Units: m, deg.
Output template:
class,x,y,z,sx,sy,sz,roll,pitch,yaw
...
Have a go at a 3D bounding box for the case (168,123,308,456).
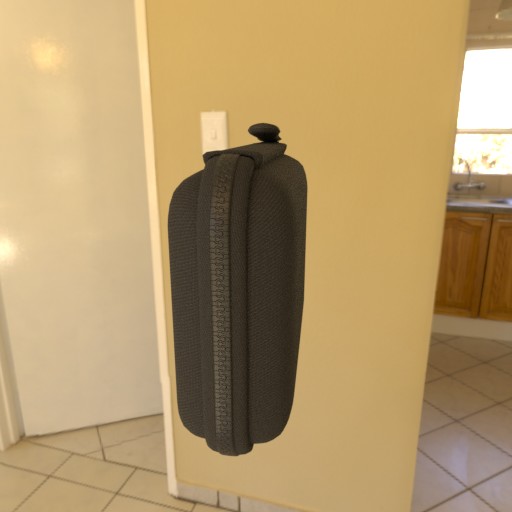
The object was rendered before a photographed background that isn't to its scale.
class,x,y,z,sx,sy,sz,roll,pitch,yaw
case,0.000,0.000,0.181,0.038,0.105,0.132,2,16,8
